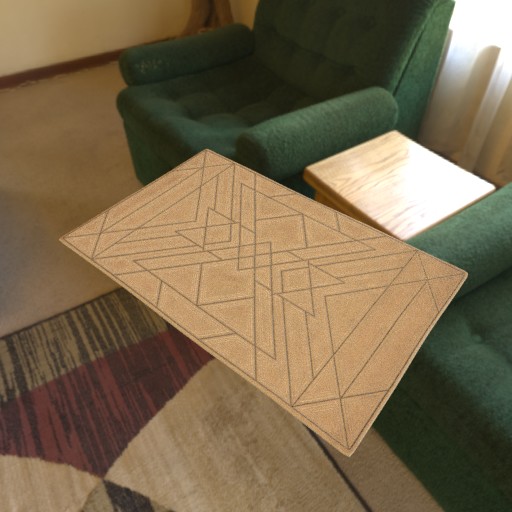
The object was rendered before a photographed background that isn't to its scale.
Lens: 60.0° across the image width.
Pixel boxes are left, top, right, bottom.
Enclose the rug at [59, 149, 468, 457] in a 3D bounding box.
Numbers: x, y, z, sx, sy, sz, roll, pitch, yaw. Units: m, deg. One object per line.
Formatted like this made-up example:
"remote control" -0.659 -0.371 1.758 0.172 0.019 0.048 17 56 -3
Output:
"rug" 0.000 0.000 3.132 2.459 0.023 1.575 30 53 26
